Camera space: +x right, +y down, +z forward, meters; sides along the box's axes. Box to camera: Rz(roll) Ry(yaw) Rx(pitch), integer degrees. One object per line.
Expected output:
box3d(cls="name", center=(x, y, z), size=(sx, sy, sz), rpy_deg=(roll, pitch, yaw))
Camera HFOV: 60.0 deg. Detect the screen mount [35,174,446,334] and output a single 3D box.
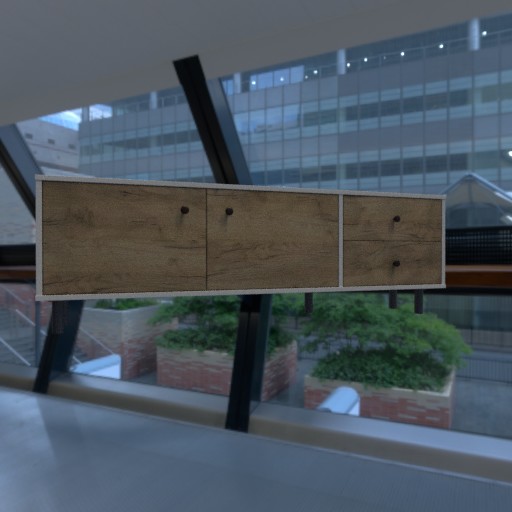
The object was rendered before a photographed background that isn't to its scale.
box3d(cls="screen mount", center=(0.000, 0.000, 1.835), size=(1.600, 0.520, 0.418), rpy_deg=(0, 1, -19))
